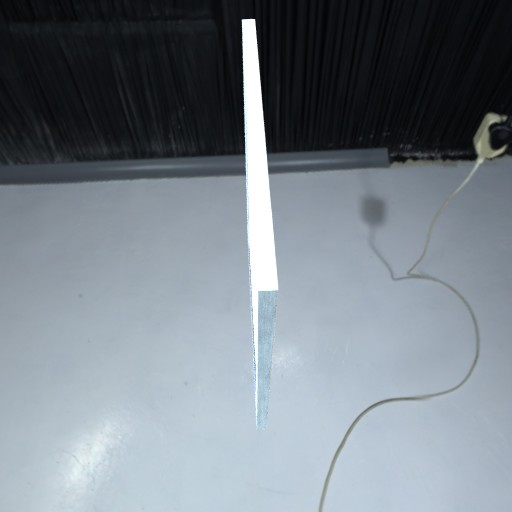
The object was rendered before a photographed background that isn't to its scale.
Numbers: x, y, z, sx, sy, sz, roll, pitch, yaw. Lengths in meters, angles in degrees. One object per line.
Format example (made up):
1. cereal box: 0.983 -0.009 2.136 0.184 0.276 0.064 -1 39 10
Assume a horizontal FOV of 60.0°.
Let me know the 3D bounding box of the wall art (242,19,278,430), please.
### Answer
1. wall art: 0.000 0.000 0.817 0.020 0.613 0.481 -2 57 -2
